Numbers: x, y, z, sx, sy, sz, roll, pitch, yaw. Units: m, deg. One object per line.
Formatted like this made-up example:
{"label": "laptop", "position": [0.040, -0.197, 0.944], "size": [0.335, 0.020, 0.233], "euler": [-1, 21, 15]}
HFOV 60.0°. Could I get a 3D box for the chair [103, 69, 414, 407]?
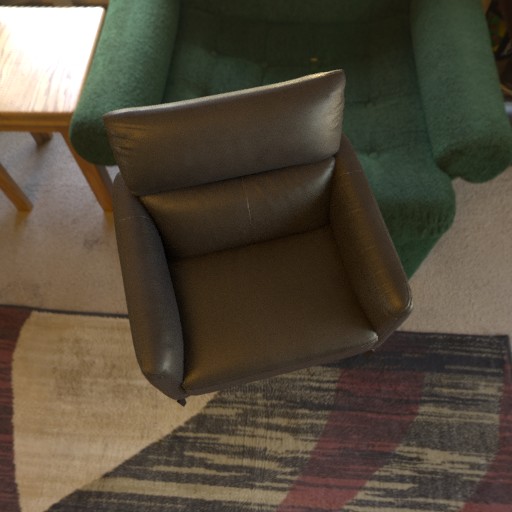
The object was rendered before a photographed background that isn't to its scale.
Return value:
{"label": "chair", "position": [0.000, 0.000, 1.665], "size": [0.976, 0.949, 0.809], "euler": [-13, 64, -6]}
